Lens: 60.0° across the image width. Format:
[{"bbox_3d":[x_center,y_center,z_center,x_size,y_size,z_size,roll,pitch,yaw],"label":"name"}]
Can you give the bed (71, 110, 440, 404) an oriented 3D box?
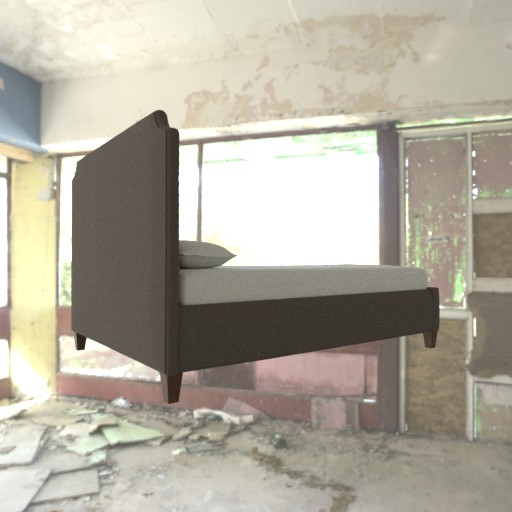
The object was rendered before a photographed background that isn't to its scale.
[{"bbox_3d":[0.000,0.000,3.452,2.372,1.443,1.713,0,-1,-37],"label":"bed"}]
